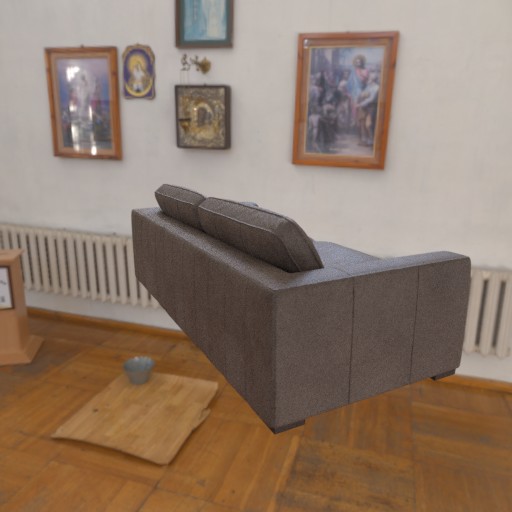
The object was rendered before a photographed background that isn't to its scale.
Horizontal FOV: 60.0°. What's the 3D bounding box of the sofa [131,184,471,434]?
[{"bbox_3d":[0.000,0.000,2.755,1.070,0.801,2.262,-7,16,-26],"label":"sofa"}]
